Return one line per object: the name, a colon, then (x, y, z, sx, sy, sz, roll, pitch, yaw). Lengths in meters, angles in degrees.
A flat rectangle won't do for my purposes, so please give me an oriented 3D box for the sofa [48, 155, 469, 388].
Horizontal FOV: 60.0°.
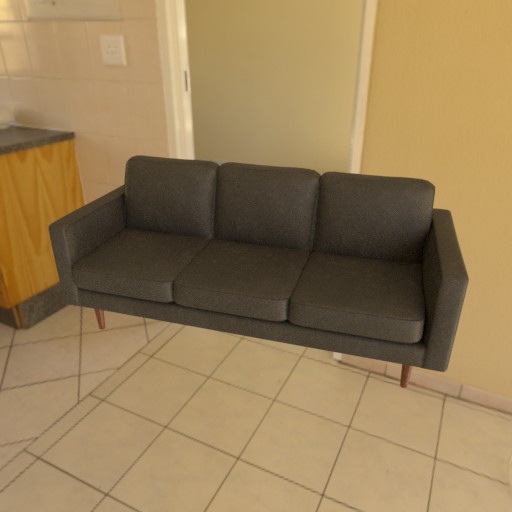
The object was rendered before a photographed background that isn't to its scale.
sofa: (0.000, 0.000, 2.479, 2.029, 0.899, 0.879, 7, 27, 15)
